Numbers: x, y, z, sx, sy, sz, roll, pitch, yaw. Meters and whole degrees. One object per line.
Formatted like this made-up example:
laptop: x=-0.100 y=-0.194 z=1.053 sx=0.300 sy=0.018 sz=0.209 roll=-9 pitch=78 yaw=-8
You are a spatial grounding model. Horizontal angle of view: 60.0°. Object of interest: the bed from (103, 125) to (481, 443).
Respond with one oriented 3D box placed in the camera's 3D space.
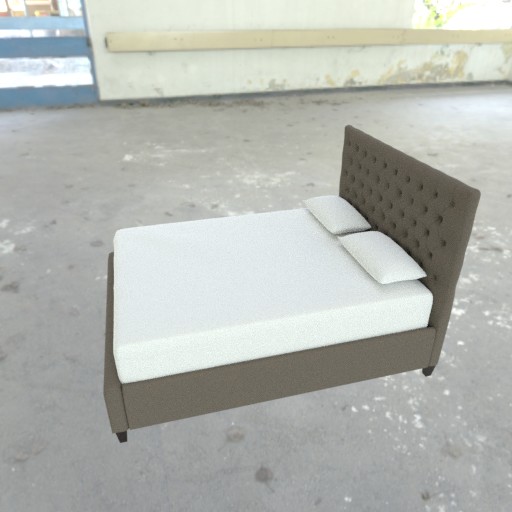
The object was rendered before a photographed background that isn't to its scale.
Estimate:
bed: x=0.000 y=0.000 z=3.293 sx=2.233 sy=1.426 sz=1.696 roll=-8 pitch=30 yaw=-13
